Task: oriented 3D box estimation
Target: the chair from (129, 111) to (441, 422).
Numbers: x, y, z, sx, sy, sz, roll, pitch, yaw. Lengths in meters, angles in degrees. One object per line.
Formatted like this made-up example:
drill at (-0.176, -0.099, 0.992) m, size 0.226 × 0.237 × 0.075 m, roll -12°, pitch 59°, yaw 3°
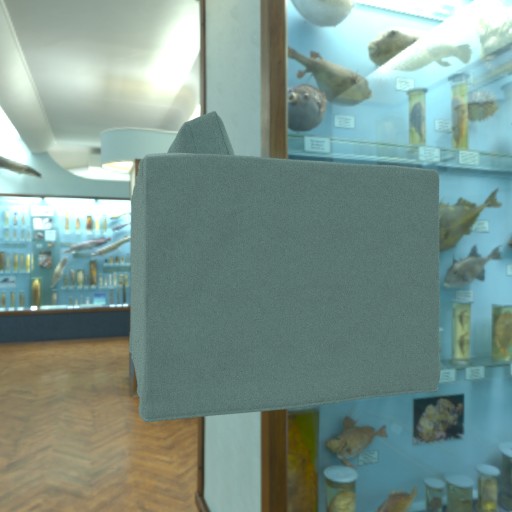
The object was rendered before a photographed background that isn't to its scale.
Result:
chair at (0.000, 0.000, 1.760) m, size 0.949 × 0.863 × 1.057 m, roll 0°, pitch 0°, yaw -18°
